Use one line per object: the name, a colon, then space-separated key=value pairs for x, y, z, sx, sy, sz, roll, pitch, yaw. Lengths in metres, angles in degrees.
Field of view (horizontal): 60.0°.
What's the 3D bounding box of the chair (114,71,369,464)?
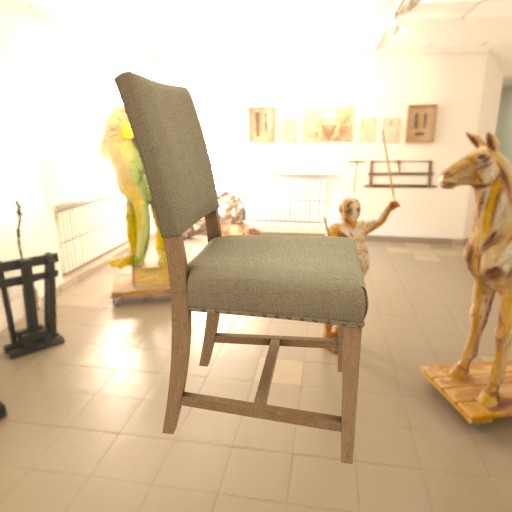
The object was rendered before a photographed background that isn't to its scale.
chair: x=0.000 y=0.000 z=1.324 sx=0.622 sy=0.986 sz=0.508 roll=3 pitch=16 yaw=9
